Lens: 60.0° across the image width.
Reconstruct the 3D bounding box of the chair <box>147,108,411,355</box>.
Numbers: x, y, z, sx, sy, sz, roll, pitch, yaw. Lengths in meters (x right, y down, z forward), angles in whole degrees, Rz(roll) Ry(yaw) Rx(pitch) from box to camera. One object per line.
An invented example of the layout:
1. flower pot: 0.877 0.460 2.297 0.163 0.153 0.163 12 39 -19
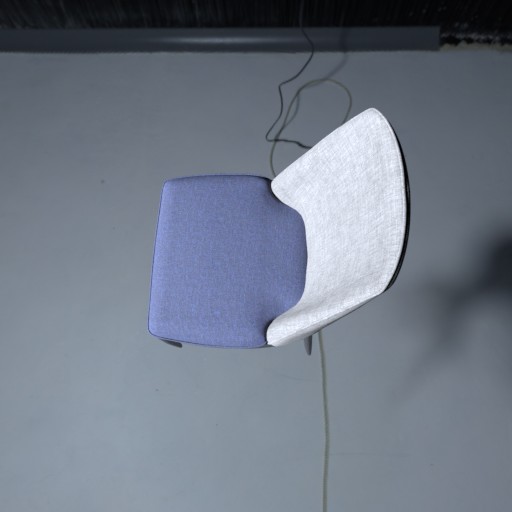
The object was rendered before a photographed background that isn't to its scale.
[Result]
1. chair: 0.000 0.000 1.180 0.550 0.855 0.488 2 73 1
